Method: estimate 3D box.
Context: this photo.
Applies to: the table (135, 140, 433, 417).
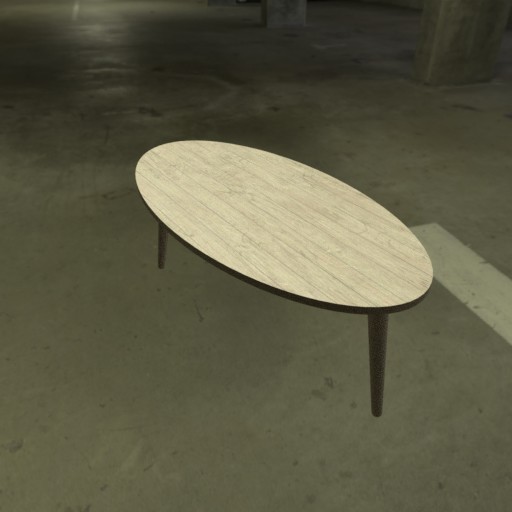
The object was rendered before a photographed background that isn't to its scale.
[{"bbox_3d":[0.000,0.000,1.335,0.542,0.390,1.083,-22,39,-29],"label":"table"}]
